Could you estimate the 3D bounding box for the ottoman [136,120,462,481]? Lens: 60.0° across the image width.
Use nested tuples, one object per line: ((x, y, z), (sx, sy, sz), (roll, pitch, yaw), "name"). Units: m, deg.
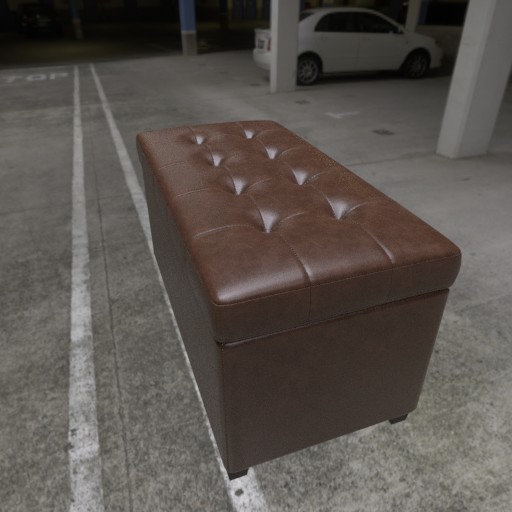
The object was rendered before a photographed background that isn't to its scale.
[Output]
((0.000, 0.000, 1.097), (0.432, 0.470, 0.838), (-11, 34, -17), "ottoman")
